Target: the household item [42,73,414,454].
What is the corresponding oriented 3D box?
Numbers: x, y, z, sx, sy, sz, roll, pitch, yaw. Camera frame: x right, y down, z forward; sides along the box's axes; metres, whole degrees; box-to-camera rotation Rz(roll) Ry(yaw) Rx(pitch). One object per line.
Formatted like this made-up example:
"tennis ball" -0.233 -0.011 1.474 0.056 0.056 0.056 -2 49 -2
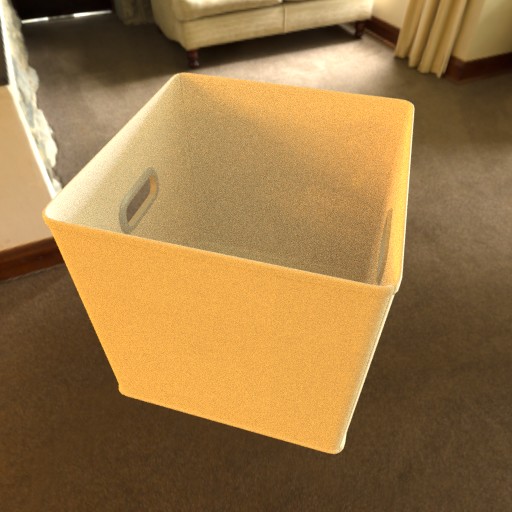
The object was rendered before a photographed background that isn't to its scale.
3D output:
"household item" 0.000 0.000 0.553 0.305 0.305 0.305 11 47 11
